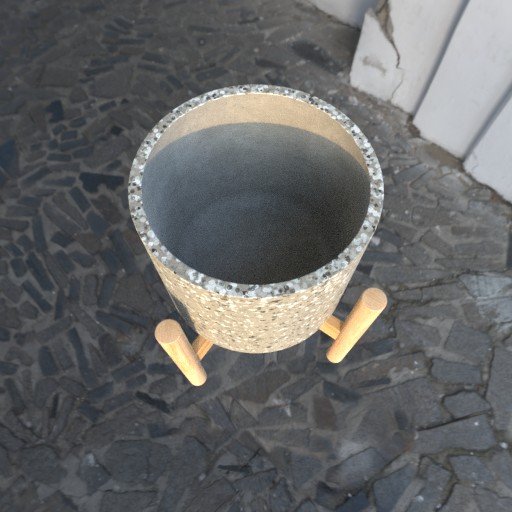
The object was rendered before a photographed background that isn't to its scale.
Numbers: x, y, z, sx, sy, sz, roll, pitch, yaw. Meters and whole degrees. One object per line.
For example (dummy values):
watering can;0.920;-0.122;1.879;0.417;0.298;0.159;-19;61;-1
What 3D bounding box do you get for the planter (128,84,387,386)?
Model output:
planter;0.000;0.000;0.532;0.284;0.320;0.284;-29;68;-13
